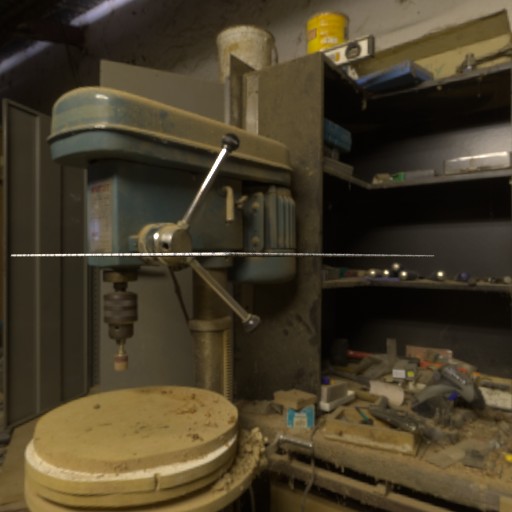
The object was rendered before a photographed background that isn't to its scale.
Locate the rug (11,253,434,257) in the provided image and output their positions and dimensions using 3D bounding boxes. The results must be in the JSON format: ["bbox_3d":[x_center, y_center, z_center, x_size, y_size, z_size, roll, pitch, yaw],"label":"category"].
[{"bbox_3d":[0.000,0.000,2.233,1.220,0.008,1.824,0,0,38],"label":"rug"}]
